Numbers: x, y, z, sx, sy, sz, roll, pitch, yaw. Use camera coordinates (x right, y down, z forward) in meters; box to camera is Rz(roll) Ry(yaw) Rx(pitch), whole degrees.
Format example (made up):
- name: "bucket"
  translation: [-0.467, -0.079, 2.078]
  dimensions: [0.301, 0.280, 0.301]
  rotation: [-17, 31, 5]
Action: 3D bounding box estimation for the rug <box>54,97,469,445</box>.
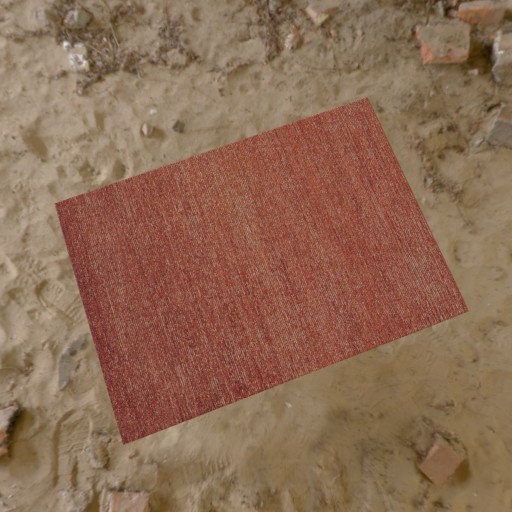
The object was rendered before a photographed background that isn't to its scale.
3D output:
- name: "rug"
  translation: [0.000, 0.000, 5.013]
  dimensions: [3.965, 0.025, 2.803]
  rotation: [-20, 78, -4]
